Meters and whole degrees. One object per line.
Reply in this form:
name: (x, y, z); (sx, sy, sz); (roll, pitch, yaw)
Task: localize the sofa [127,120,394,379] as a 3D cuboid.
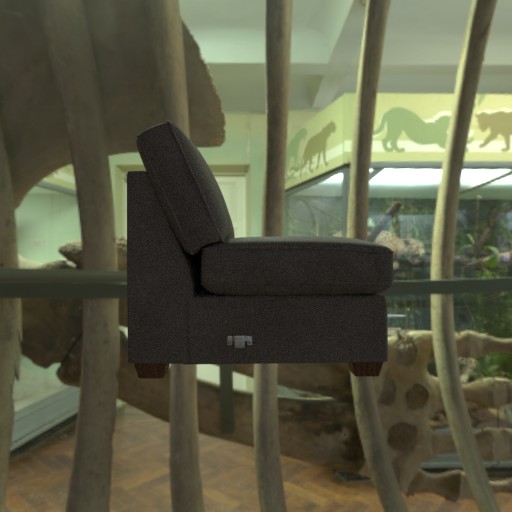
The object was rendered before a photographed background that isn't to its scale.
sofa: (0.000, 0.000, 2.603); (1.027, 0.973, 1.962); (0, -1, -1)
